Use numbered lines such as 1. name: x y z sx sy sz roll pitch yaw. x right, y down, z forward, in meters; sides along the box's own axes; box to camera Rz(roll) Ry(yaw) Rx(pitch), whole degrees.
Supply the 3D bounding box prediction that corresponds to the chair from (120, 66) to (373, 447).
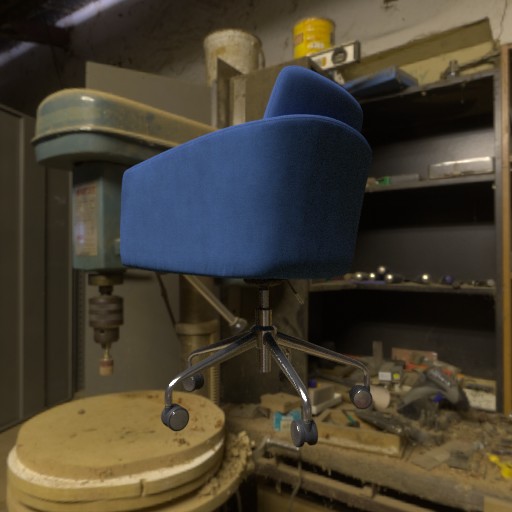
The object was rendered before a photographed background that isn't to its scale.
1. chair: 0.000 0.000 1.354 0.635 0.908 0.641 0 -1 36
